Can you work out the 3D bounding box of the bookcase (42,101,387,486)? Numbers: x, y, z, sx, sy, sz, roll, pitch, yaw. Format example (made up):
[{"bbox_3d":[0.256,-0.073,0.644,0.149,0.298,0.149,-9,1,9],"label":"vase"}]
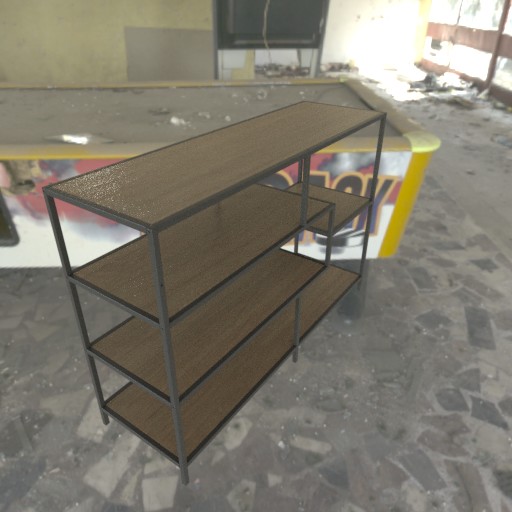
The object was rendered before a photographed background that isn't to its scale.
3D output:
[{"bbox_3d":[0.000,0.000,1.487,0.350,0.780,1.140,20,36,30],"label":"bookcase"}]
